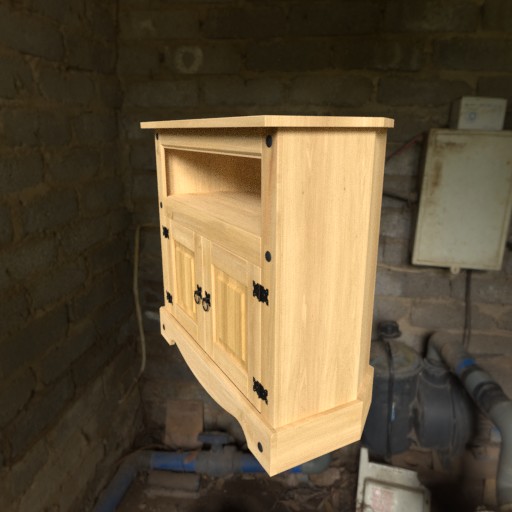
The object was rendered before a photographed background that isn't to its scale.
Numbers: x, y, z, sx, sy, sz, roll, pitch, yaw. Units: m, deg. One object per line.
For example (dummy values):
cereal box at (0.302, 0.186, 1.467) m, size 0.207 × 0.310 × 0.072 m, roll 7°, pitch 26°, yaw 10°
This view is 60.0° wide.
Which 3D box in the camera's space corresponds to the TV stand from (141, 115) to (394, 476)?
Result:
TV stand at (0.000, 0.000, 1.339) m, size 0.425 × 0.781 × 0.851 m, roll -8°, pitch 18°, yaw -27°
